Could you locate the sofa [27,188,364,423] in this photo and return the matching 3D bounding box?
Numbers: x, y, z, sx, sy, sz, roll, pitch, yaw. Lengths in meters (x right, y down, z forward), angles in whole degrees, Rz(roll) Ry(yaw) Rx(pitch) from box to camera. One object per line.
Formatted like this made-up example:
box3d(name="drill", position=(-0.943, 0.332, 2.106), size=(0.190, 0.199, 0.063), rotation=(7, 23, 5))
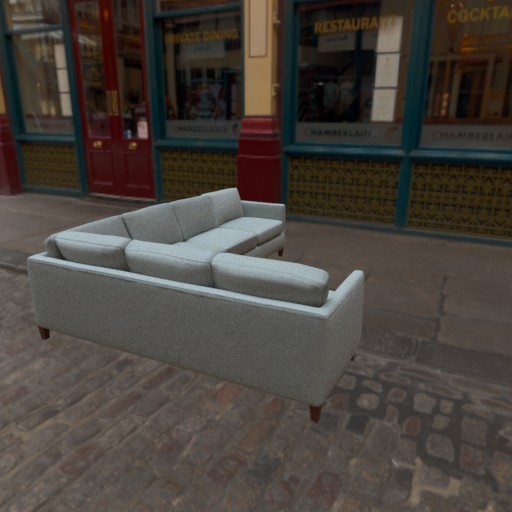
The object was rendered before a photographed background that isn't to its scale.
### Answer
box3d(name="sofa", position=(0.000, 0.000, 4.504), size=(2.592, 0.947, 3.301), rotation=(8, 19, 25))
